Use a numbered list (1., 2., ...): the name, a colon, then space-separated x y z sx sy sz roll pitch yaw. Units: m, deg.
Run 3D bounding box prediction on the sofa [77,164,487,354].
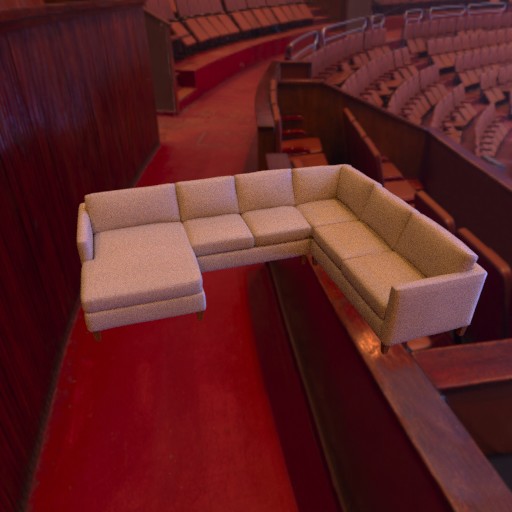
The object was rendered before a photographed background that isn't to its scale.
1. sofa: 0.000 0.000 4.569 3.460 0.961 2.594 -9 33 -15
